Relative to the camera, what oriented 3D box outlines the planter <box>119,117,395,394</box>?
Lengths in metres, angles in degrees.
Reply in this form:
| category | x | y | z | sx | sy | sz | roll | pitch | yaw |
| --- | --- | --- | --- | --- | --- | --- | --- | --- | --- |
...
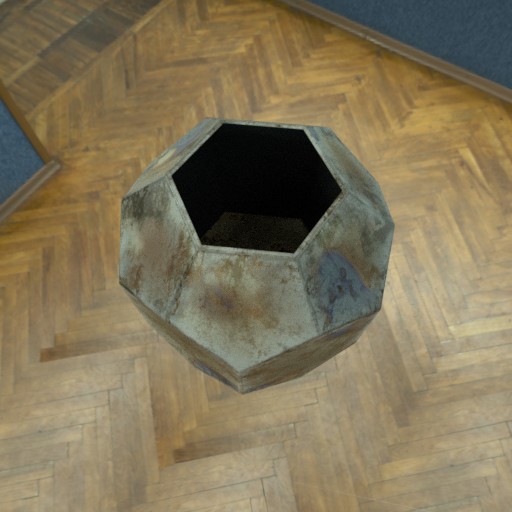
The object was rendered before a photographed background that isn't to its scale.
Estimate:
| category | x | y | z | sx | sy | sz | roll | pitch | yaw |
| --- | --- | --- | --- | --- | --- | --- | --- | --- | --- |
| planter | 0.000 | 0.000 | 0.426 | 0.243 | 0.238 | 0.221 | 33 | 68 | 15 |
